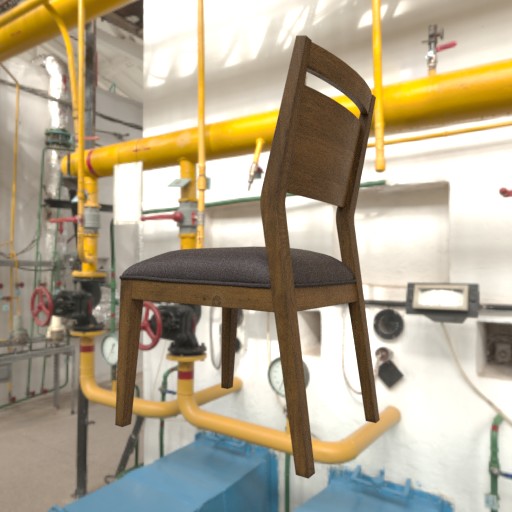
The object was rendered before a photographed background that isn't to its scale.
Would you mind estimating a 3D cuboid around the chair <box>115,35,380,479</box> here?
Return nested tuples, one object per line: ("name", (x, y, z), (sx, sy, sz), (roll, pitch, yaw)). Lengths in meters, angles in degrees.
("chair", (0.000, 0.000, 1.266), (0.610, 0.939, 0.501), (-1, -2, 35))
